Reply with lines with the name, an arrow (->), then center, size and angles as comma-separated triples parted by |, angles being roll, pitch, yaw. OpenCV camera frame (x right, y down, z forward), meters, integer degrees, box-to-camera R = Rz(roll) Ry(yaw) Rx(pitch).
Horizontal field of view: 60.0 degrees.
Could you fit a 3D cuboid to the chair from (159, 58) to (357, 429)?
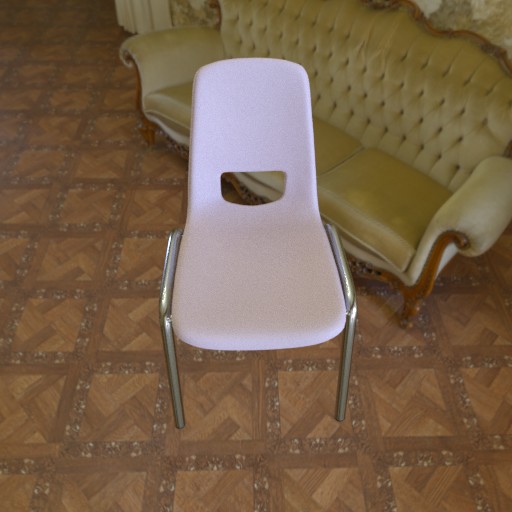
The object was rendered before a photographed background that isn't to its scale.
chair -> 0.000, 0.000, 0.843 | 0.354, 0.586, 0.423 | -2, 48, -2
